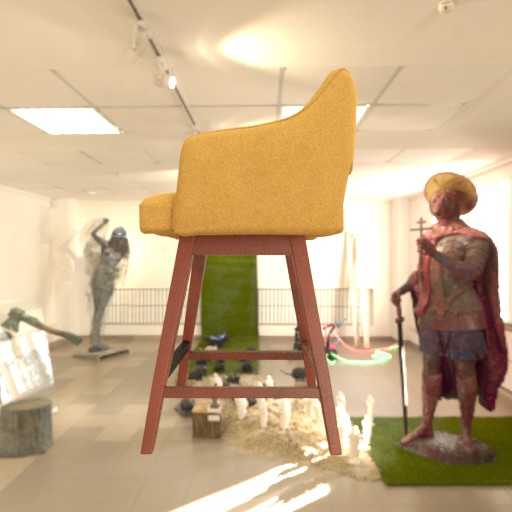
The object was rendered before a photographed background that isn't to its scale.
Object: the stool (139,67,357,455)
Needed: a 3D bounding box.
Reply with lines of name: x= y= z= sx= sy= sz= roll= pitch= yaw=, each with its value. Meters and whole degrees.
stool: x=0.000 y=0.000 z=1.260 sx=0.558 sy=0.924 sz=0.548 roll=0 pitch=0 yaw=0
